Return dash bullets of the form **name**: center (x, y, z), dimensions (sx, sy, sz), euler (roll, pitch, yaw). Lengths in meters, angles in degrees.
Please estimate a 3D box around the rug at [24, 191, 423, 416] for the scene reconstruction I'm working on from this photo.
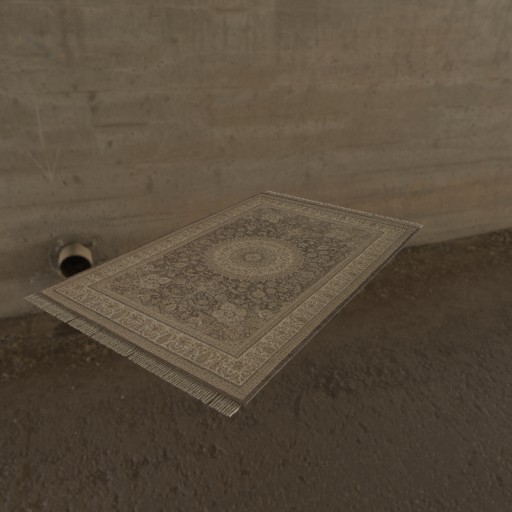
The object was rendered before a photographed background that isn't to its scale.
- **rug**: center (0.000, 0.000, 3.013), dimensions (1.528, 0.010, 2.440), euler (18, 31, 32)
